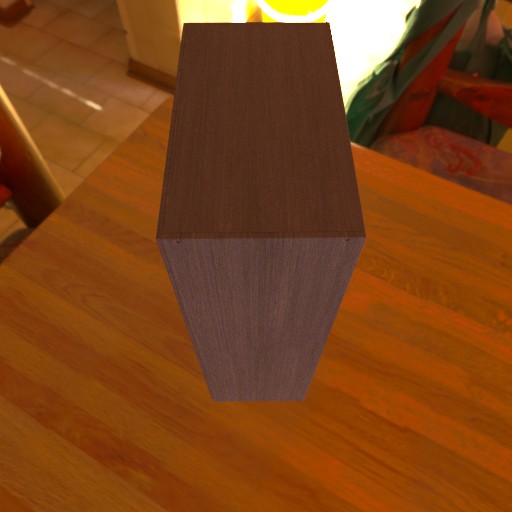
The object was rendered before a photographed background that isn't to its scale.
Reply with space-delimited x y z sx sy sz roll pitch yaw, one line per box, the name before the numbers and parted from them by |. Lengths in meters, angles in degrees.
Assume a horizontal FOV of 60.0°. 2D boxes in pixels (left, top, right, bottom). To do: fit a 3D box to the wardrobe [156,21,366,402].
wardrobe | 0.000 0.000 2.204 0.577 1.808 0.991 -1 59 0
